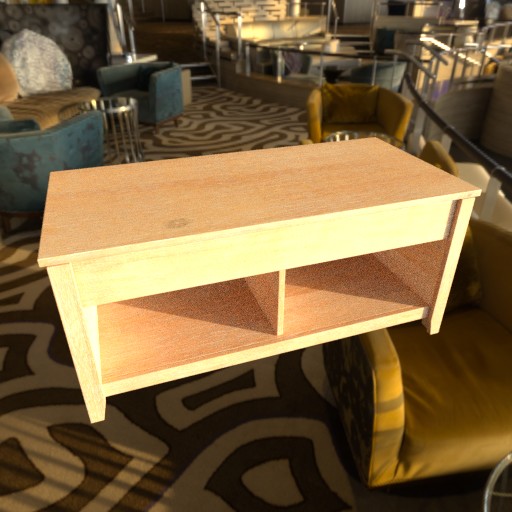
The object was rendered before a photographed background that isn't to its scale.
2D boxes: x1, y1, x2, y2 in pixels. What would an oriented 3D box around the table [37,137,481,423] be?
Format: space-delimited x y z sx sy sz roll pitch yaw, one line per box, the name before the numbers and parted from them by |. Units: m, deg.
table | 0.000 0.000 1.267 1.016 0.457 0.483 -10 32 -16
